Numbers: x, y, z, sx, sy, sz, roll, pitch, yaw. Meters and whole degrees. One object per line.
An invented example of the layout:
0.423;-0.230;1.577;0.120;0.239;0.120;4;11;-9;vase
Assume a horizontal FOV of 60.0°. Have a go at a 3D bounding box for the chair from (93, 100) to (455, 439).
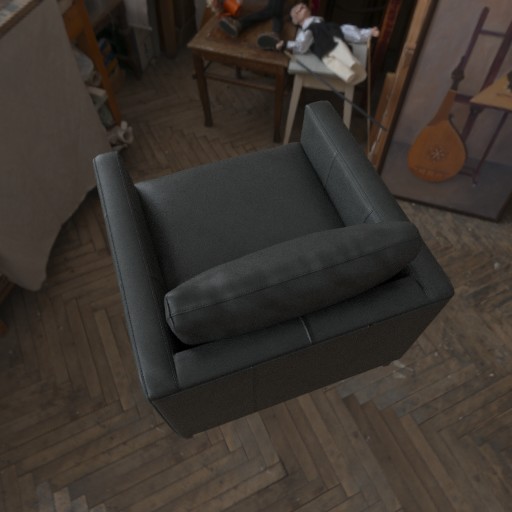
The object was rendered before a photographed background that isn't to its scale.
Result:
0.000;0.000;1.482;0.967;0.824;0.861;-17;59;-10;chair
